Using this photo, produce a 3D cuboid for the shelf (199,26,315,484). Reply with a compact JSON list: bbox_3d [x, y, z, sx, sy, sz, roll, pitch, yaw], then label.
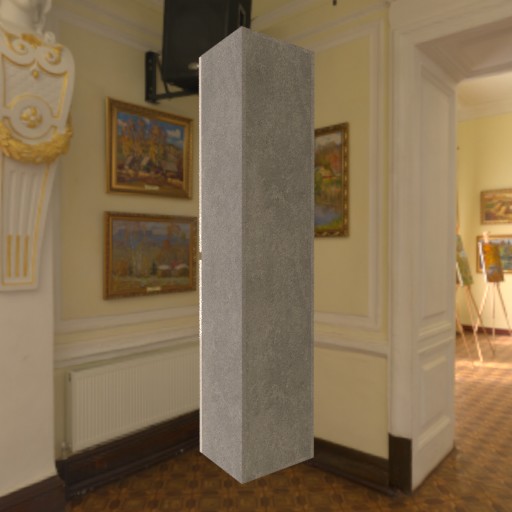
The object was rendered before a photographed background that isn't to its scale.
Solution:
[{"bbox_3d":[0.000,0.000,1.552,0.300,1.400,0.270,-1,1,-36],"label":"shelf"}]
